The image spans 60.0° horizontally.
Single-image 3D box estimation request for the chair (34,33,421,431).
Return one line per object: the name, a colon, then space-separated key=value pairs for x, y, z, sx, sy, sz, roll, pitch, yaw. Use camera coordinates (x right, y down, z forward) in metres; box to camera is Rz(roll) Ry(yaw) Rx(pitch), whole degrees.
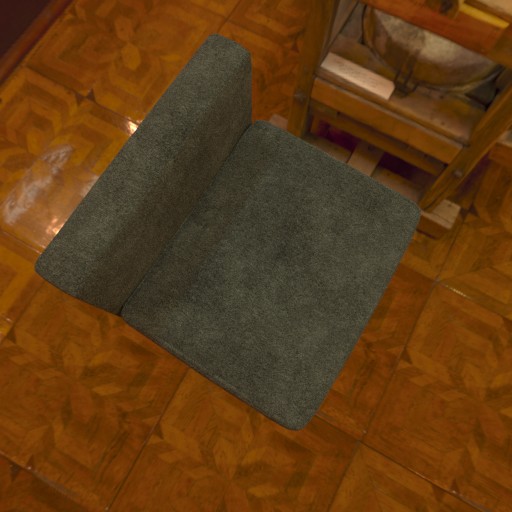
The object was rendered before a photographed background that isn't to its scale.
chair: x=0.000 y=0.000 z=1.213 sx=0.680 sy=0.660 sz=0.680 roll=31 pitch=77 yaw=8
